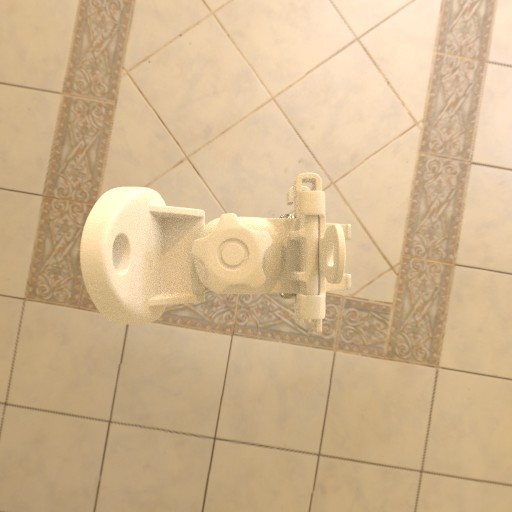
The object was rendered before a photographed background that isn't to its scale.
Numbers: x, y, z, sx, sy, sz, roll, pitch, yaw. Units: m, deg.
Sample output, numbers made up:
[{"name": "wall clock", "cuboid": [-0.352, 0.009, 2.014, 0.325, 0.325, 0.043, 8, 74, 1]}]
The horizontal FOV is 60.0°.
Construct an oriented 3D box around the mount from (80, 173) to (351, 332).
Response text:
[{"name": "mount", "cuboid": [0.000, 0.000, 0.178, 0.100, 0.118, 0.066, 0, 89, -1]}]
